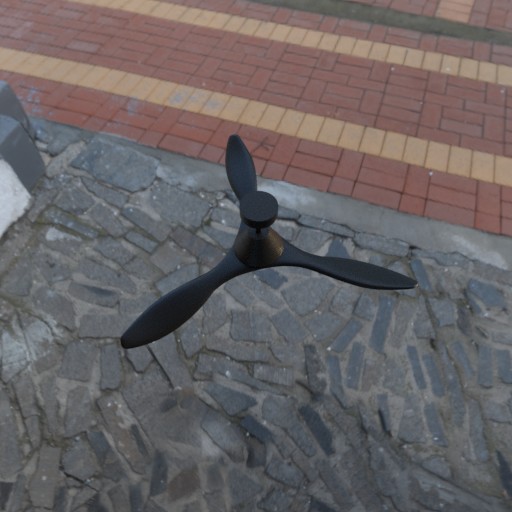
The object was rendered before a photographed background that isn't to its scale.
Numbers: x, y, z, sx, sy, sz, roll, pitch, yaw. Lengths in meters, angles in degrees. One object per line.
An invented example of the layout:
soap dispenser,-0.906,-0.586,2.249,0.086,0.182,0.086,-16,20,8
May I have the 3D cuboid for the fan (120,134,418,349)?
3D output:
fan,0.000,0.000,1.636,1.067,0.305,1.067,32,63,19
